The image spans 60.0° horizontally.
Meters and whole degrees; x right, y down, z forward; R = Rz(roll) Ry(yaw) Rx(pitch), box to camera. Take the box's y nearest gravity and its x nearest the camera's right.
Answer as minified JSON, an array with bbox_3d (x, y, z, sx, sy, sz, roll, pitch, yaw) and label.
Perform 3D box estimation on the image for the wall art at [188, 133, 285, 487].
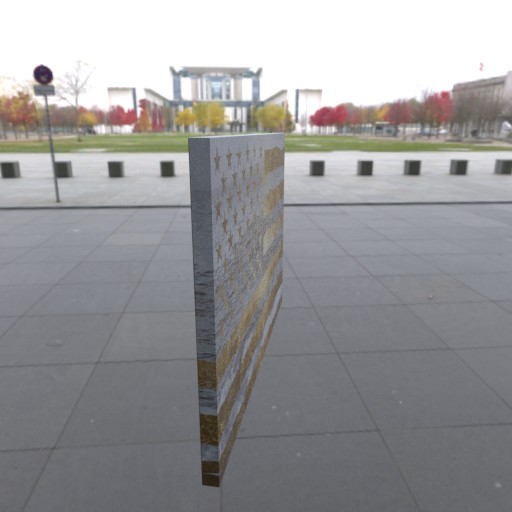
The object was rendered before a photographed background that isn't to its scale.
[{"bbox_3d":[0.000,0.000,1.438,0.041,0.762,1.145,3,16,10],"label":"wall art"}]
